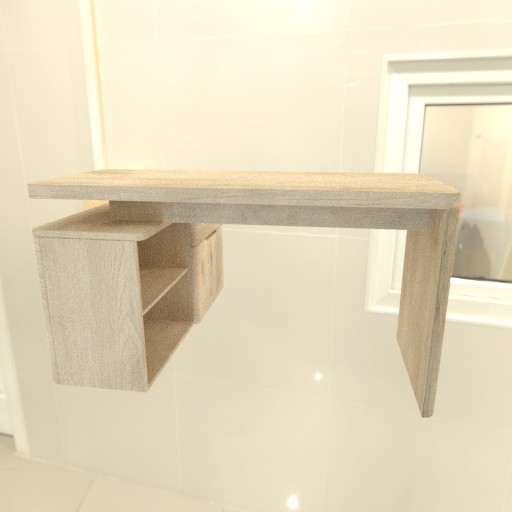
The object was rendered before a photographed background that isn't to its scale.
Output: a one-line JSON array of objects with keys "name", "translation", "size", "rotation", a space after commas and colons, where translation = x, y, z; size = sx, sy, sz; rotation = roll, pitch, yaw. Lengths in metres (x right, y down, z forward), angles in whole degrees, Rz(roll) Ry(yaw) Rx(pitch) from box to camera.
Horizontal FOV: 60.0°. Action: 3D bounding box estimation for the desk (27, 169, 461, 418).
[{"name": "desk", "translation": [0.000, 0.000, 2.035], "size": [1.400, 0.770, 1.175], "rotation": [2, 16, 9]}]
